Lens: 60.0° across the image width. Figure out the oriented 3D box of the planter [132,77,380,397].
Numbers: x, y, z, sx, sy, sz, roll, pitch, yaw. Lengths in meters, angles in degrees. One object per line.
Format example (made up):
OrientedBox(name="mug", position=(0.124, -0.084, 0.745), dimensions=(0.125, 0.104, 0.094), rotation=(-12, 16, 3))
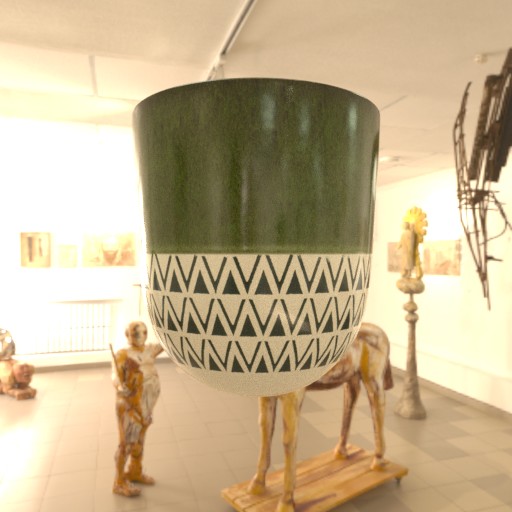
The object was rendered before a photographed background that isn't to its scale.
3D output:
OrientedBox(name="planter", position=(0.000, 0.000, 0.455), dimensions=(0.245, 0.270, 0.245), rotation=(0, 0, 0))
